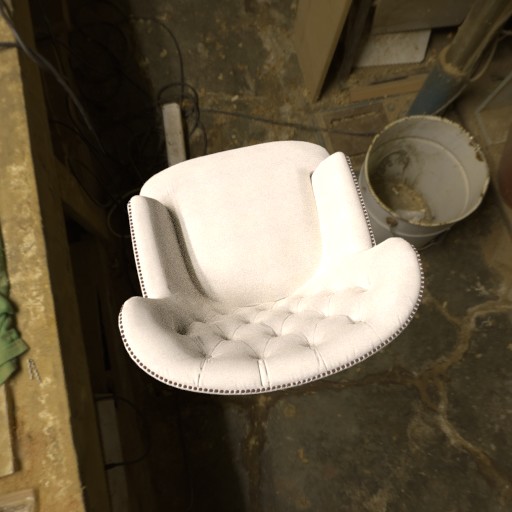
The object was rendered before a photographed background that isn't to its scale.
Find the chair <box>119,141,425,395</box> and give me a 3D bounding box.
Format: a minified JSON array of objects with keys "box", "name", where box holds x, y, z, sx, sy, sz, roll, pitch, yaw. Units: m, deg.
[{"box":[0.000,0.000,1.621,0.848,0.868,0.906,-13,76,-3],"name":"chair"}]
